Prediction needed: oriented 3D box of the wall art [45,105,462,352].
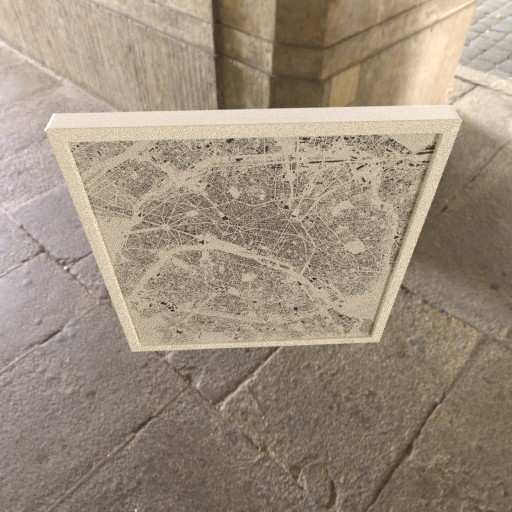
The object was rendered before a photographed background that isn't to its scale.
[{"bbox_3d":[0.000,0.000,0.735,0.508,0.508,0.038,-2,47,-2],"label":"wall art"}]
